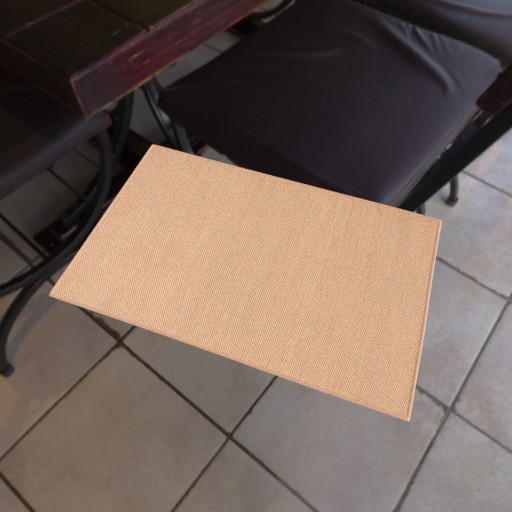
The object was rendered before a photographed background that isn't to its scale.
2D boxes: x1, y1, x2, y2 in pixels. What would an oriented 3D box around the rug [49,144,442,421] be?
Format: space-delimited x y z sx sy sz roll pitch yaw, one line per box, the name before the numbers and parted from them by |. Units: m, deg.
rug | 0.000 0.000 2.181 1.676 0.013 1.067 17 59 11
